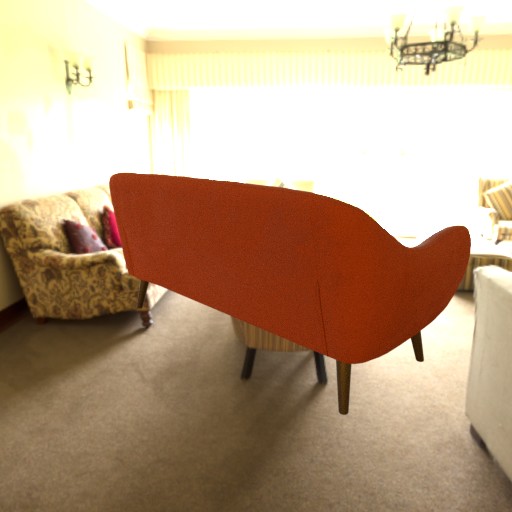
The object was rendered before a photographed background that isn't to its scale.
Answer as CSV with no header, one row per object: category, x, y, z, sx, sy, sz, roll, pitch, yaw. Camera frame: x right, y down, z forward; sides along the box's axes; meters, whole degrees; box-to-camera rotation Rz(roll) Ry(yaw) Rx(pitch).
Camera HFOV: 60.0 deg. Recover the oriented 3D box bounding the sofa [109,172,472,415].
sofa,0.000,0.000,2.266,0.820,0.836,1.840,-14,20,-42
